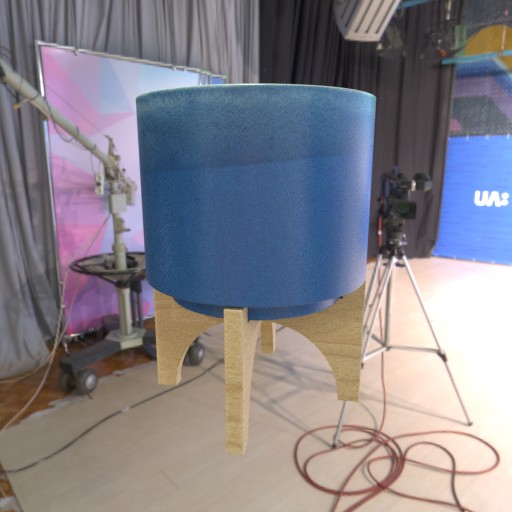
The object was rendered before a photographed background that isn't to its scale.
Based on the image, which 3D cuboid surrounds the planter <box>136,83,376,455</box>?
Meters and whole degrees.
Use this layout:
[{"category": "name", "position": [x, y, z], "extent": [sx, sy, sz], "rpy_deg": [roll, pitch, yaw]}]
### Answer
[{"category": "planter", "position": [0.000, 0.000, 0.396], "extent": [0.192, 0.263, 0.192], "rpy_deg": [0, 13, 0]}]
